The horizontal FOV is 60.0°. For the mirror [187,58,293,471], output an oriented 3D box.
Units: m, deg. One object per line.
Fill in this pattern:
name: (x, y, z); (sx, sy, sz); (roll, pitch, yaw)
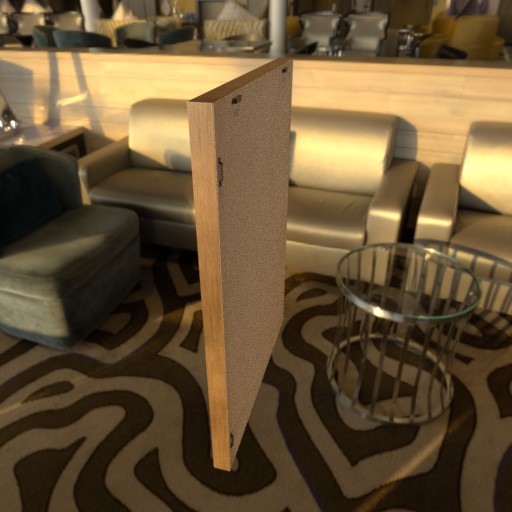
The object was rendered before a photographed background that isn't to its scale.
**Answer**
mirror: (0.000, 0.000, 0.927); (0.039, 0.711, 0.508); (8, 31, 13)
